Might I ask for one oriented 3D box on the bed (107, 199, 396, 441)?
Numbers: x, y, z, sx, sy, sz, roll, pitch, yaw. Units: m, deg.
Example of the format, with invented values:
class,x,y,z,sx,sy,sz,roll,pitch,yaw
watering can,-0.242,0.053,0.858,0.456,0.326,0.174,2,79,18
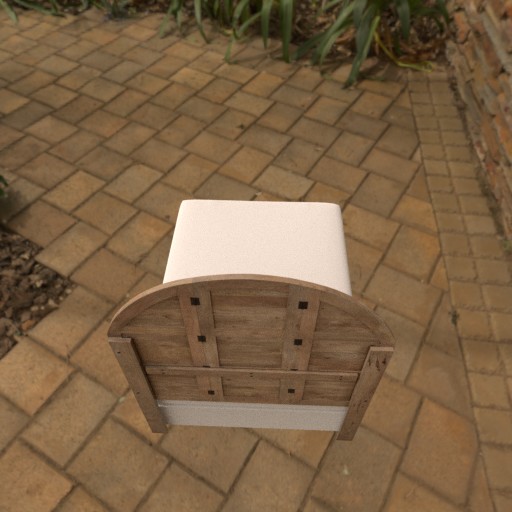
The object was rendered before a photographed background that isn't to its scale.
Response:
class,x,y,z,sx,sy,sz,roll,pitch,yaw
bed,0.000,0.000,3.500,1.713,2.002,2.112,2,49,1
